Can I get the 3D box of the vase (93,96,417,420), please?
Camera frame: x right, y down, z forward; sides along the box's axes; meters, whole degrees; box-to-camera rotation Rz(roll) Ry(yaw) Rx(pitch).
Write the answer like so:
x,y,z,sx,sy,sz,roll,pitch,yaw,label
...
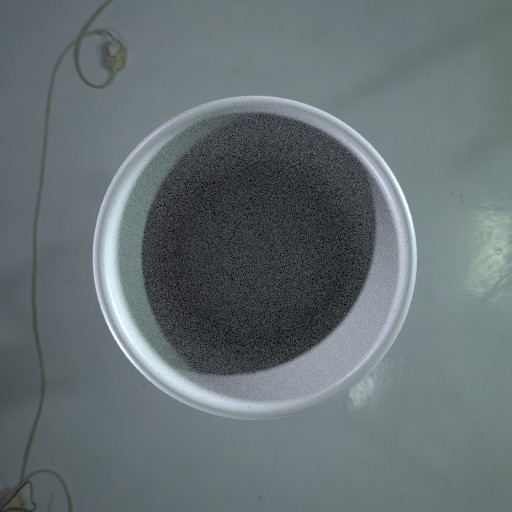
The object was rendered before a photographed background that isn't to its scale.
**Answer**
x,y,z,sx,sy,sz,roll,pitch,yaw,label
0.000,0.000,0.248,0.137,0.127,0.137,0,91,1,vase
